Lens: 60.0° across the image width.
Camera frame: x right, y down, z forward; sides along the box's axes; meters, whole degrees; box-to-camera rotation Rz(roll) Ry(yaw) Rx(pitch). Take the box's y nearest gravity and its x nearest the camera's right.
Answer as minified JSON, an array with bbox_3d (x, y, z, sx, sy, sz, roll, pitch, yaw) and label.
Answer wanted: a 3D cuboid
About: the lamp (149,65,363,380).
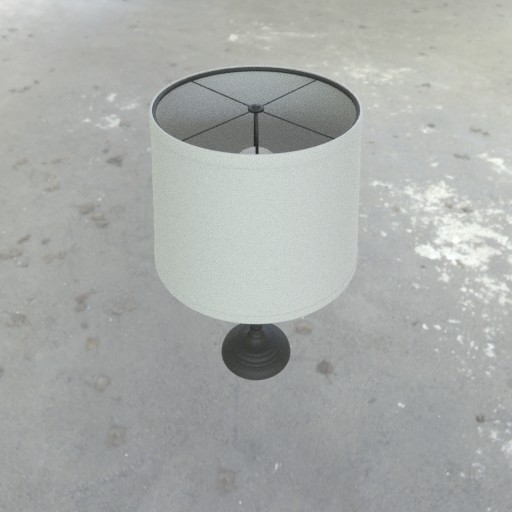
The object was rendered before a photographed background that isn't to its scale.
[{"bbox_3d":[0.000,0.000,0.702,0.310,0.501,0.310,0,42,0],"label":"lamp"}]
